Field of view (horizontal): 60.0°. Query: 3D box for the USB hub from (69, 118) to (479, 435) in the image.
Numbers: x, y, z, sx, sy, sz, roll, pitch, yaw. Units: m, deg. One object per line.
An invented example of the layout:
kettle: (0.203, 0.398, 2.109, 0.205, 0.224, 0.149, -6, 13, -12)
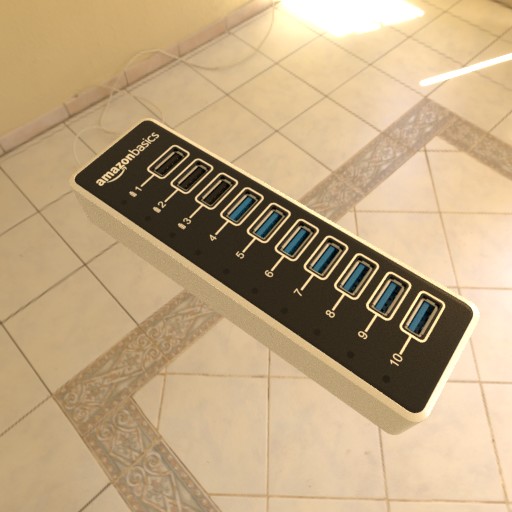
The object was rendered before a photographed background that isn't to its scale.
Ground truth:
USB hub: (0.000, 0.000, 0.160, 0.145, 0.023, 0.044, 33, 65, 18)
